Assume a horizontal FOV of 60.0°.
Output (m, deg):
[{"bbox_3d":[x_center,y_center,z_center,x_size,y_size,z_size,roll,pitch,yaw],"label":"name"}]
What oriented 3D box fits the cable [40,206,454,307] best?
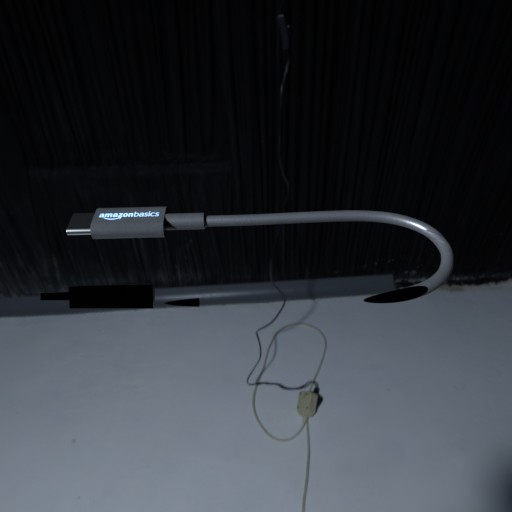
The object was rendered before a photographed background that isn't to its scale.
[{"bbox_3d":[0.000,0.000,0.110,0.098,0.005,0.041,-2,42,-2],"label":"cable"}]
